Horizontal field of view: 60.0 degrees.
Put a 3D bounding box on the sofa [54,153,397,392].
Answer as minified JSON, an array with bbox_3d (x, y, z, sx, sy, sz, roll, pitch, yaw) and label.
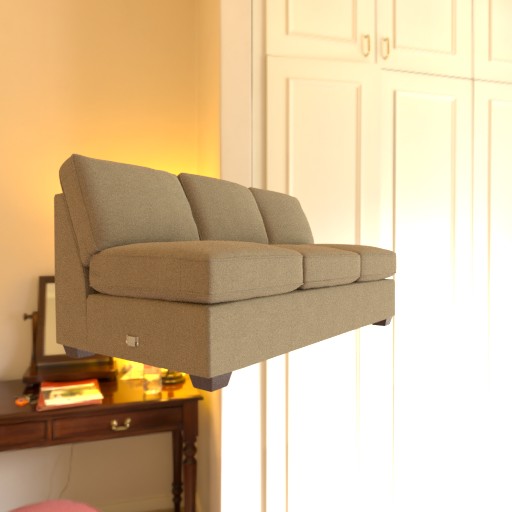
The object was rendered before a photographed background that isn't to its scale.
[{"bbox_3d":[0.000,0.000,2.787,1.127,1.036,2.092,1,1,37],"label":"sofa"}]
